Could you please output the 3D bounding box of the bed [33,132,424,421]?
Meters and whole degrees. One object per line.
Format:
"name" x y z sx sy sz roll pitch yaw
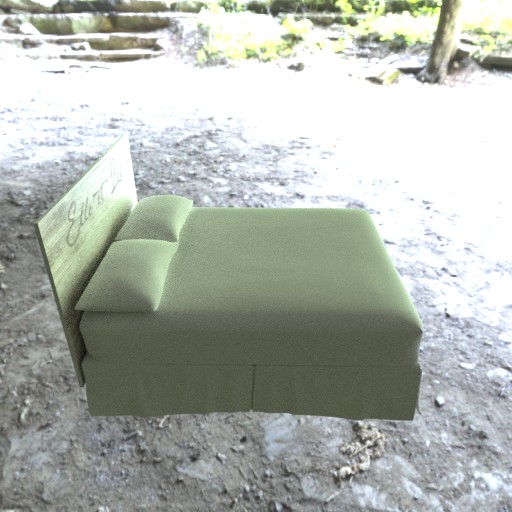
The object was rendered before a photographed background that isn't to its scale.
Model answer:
"bed" 0.000 0.000 3.159 2.094 1.335 1.745 0 31 1
